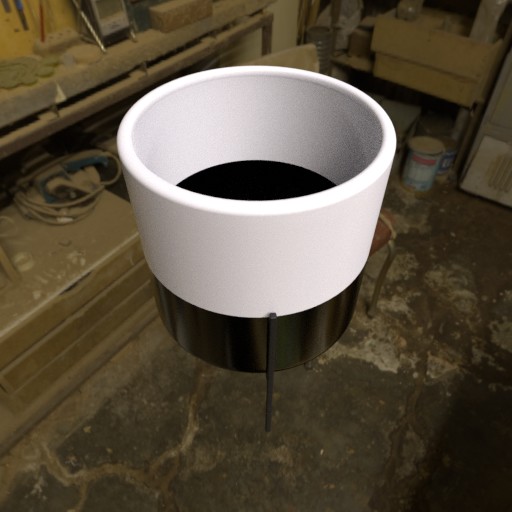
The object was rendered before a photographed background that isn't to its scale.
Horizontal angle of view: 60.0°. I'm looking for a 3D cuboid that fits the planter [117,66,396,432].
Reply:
[{"bbox_3d":[0.000,0.000,0.641,0.310,0.432,0.310,30,53,26],"label":"planter"}]
